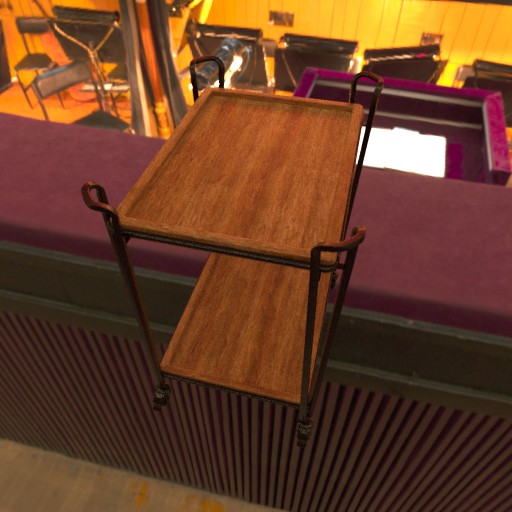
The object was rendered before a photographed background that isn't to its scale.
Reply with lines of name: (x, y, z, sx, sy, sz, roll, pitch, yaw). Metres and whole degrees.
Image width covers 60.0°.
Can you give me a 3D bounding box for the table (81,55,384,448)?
table: (0.000, 0.000, 1.219, 0.505, 0.785, 0.672, 10, 47, 10)
